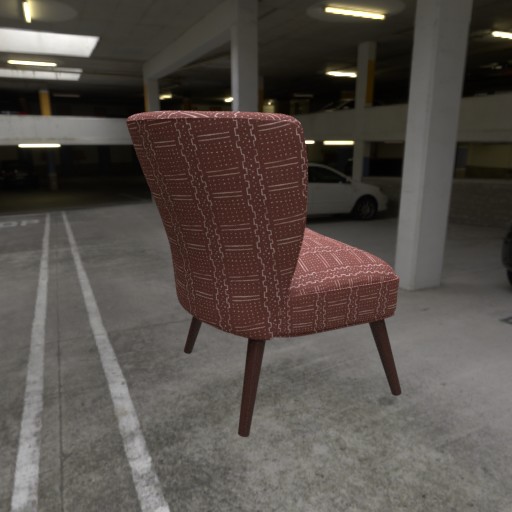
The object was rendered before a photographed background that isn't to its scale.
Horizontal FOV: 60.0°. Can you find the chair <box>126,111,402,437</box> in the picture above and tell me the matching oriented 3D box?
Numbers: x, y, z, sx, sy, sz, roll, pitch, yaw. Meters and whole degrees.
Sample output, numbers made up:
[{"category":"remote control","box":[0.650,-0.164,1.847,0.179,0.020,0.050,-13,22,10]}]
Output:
[{"category":"chair","box":[0.000,0.000,1.439,0.758,0.866,0.706,-7,16,-24]}]
